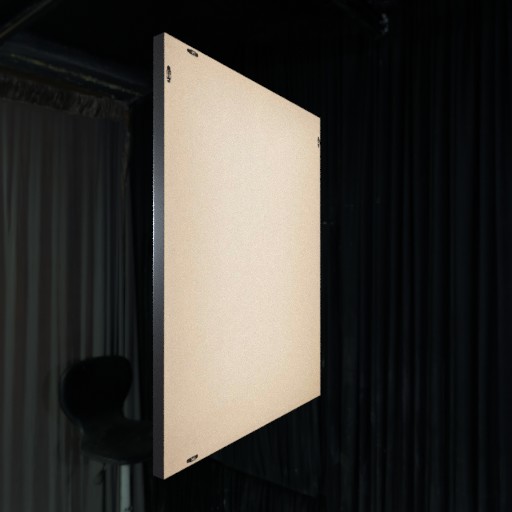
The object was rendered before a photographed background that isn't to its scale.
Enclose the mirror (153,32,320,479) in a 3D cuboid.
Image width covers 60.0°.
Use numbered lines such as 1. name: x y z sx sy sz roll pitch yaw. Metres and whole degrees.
1. mirror: 0.000 0.000 1.326 0.041 1.016 0.762 0 0 36
